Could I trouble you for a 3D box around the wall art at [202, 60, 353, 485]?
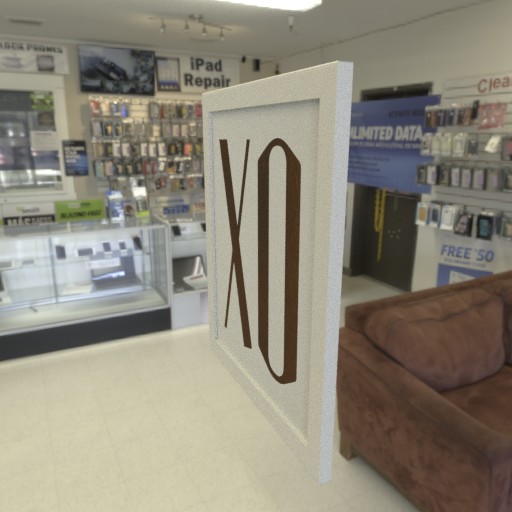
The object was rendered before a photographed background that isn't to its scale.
[{"bbox_3d":[0.000,0.000,0.731,0.020,0.536,0.444,-7,17,-24],"label":"wall art"}]
